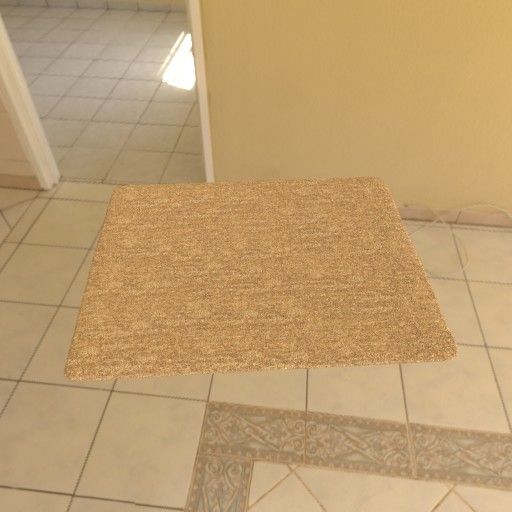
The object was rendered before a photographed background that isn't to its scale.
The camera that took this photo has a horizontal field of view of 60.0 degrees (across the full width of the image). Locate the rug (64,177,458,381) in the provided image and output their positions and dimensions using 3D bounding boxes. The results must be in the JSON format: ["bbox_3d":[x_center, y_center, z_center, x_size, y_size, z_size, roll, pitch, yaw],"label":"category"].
[{"bbox_3d":[0.000,0.000,3.900,2.873,0.050,2.242,-2,46,-2],"label":"rug"}]
